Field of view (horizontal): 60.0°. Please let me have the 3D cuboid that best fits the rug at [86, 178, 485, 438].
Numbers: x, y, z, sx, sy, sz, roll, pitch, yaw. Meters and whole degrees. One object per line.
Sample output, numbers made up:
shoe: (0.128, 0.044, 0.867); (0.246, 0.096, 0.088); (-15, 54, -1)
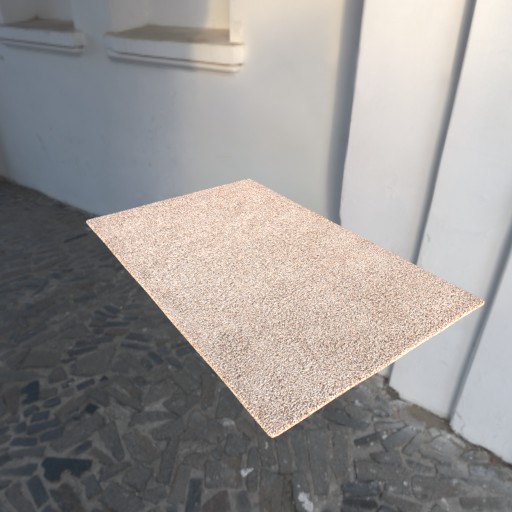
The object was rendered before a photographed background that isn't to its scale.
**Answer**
rug: (0.000, 0.000, 3.442); (1.778, 0.030, 2.743); (-20, 36, -30)
